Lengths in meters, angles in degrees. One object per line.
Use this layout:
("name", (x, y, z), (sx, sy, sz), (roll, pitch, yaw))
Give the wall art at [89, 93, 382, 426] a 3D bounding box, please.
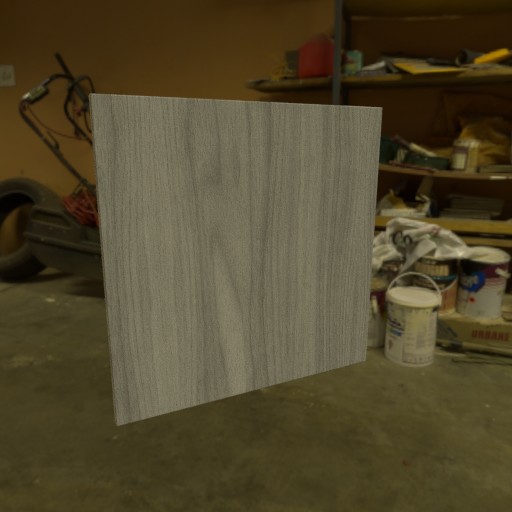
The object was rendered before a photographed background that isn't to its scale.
("wall art", (0.000, 0.000, 0.769), (0.508, 0.507, 0.016), (-7, 15, -26))
